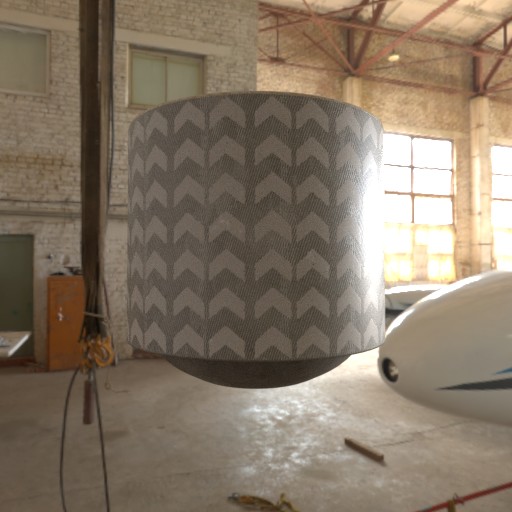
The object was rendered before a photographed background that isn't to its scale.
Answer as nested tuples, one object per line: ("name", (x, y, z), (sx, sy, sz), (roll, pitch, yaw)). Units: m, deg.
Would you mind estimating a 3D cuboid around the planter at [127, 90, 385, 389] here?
("planter", (0.000, 0.000, 0.341), (0.190, 0.181, 0.190), (0, -1, 0))
